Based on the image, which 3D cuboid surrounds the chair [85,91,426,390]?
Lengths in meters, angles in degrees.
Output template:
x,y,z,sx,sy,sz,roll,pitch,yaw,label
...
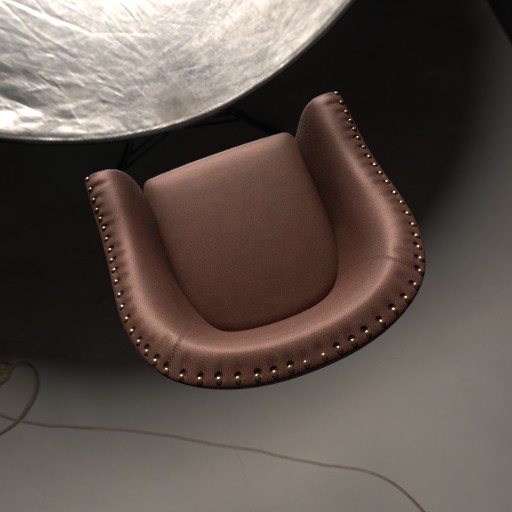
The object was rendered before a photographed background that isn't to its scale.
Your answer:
x,y,z,sx,sy,sz,roll,pitch,yaw,label
0.000,0.000,1.417,0.794,0.823,0.748,-20,77,-5,chair
